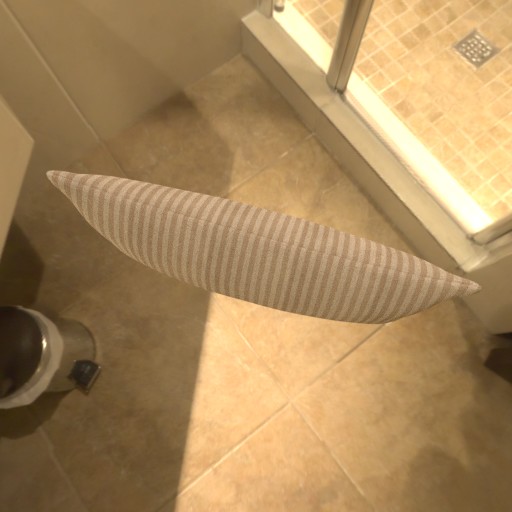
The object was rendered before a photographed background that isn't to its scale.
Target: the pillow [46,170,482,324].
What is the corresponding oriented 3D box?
[{"bbox_3d":[0.000,0.000,0.742,0.617,0.295,0.151,15,76,4],"label":"pillow"}]
